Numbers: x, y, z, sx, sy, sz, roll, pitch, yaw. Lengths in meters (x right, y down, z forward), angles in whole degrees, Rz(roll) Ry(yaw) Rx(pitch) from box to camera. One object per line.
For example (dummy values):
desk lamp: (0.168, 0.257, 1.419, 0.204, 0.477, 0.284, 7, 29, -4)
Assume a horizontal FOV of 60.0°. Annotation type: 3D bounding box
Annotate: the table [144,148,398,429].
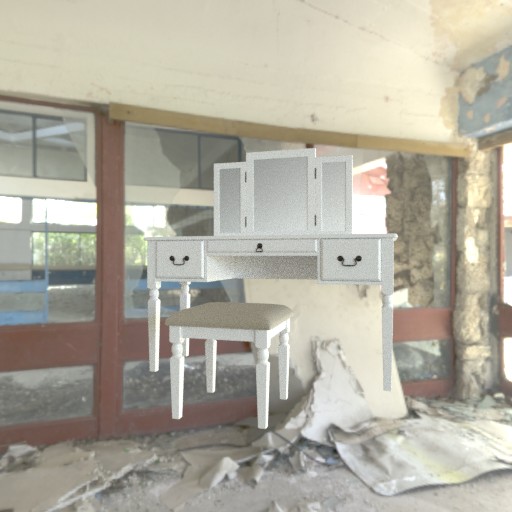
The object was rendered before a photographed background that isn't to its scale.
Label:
table: (0.000, 0.000, 2.239, 1.369, 1.310, 1.115, 0, 0, 16)
